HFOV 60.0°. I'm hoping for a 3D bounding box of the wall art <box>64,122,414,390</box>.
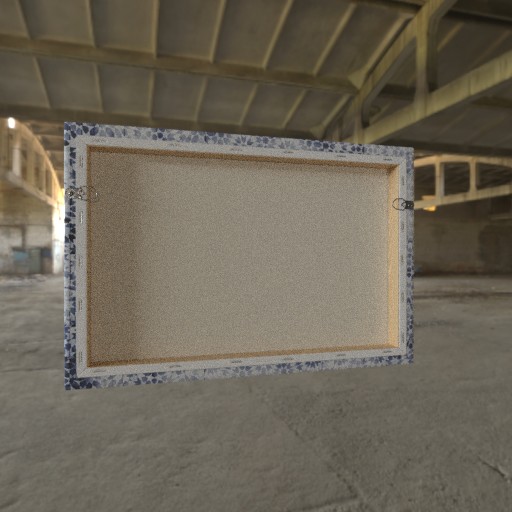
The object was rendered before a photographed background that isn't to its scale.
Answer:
[{"bbox_3d":[0.000,0.000,1.146,0.911,0.608,0.057,0,0,-16],"label":"wall art"}]
